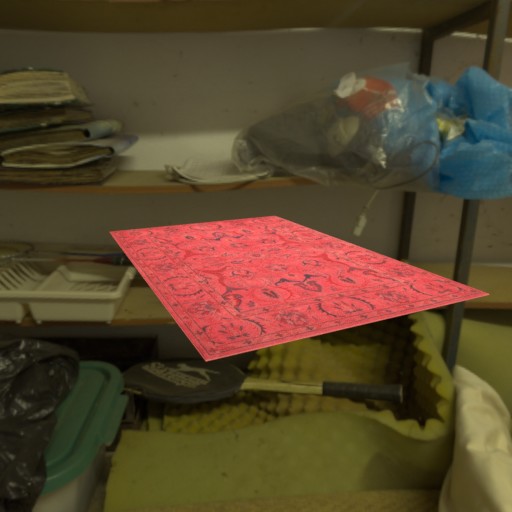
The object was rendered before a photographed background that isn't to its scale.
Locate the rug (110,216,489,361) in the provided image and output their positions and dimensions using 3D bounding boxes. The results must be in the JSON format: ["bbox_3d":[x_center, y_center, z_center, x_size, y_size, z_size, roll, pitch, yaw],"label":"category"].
[{"bbox_3d":[0.000,0.000,2.313,1.209,0.008,1.814,-8,18,-25],"label":"rug"}]
